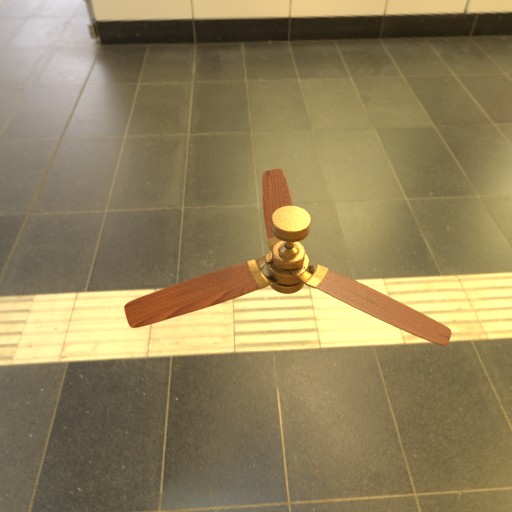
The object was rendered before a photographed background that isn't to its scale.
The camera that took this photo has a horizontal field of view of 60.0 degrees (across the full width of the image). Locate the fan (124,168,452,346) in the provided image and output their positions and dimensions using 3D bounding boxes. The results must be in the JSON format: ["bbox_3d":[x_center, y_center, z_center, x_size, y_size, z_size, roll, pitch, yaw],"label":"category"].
[{"bbox_3d":[0.000,0.000,2.077,1.271,0.425,1.416,-17,49,-16],"label":"fan"}]
